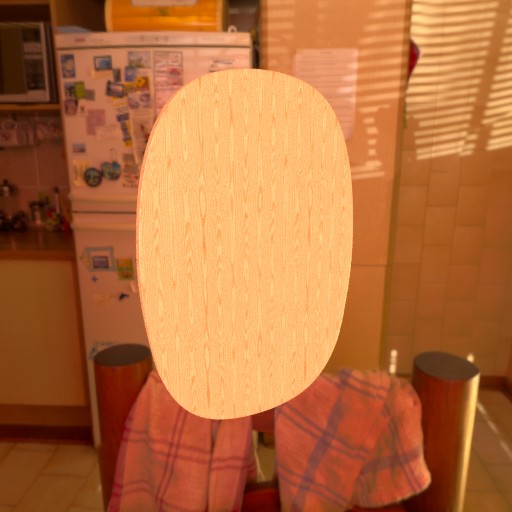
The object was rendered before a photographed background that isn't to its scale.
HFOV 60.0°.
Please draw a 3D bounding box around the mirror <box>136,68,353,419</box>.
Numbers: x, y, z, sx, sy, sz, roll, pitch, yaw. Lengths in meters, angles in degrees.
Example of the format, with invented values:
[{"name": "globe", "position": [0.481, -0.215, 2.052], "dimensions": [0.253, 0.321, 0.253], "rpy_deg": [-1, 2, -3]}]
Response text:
[{"name": "mirror", "position": [0.000, 0.000, 1.373], "dimensions": [0.724, 1.075, 0.037], "rpy_deg": [-7, 15, -27]}]
